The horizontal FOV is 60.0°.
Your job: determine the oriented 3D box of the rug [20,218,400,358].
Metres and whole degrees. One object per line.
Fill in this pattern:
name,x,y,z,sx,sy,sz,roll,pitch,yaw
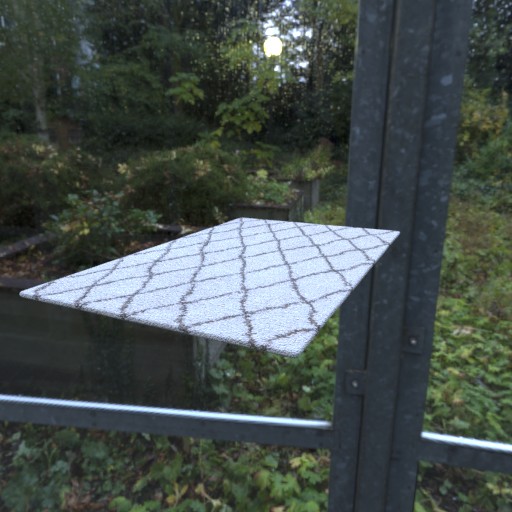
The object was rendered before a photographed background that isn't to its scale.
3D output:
rug,0.000,0.000,3.005,1.524,0.030,2.438,7,17,25
